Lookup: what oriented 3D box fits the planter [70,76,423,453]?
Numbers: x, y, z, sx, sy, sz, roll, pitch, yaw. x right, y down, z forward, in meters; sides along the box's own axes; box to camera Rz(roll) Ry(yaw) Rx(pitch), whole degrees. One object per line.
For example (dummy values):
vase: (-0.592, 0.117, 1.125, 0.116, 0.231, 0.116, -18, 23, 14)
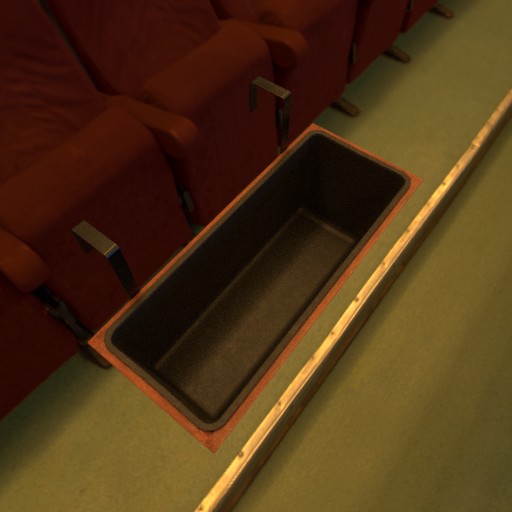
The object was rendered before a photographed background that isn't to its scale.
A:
planter: (0.000, 0.000, 0.641, 0.262, 0.289, 0.480, 34, 64, 19)
